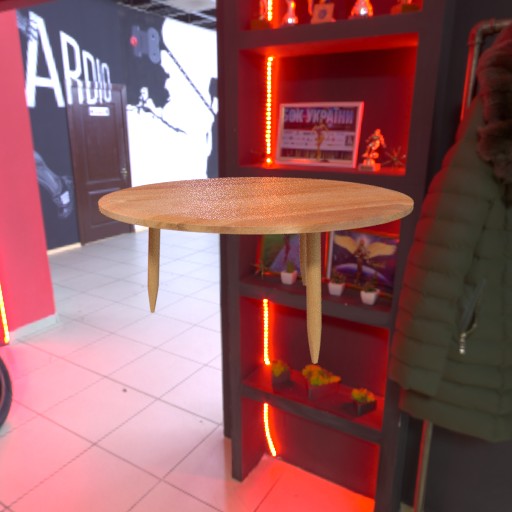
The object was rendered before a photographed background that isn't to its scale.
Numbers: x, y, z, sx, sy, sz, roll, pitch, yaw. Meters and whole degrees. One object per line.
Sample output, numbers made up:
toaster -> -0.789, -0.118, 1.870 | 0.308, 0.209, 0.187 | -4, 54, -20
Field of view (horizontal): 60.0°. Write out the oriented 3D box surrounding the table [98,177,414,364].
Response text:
table -> 0.000, 0.000, 1.390 | 0.900, 0.400, 0.900 | 0, 16, 0
